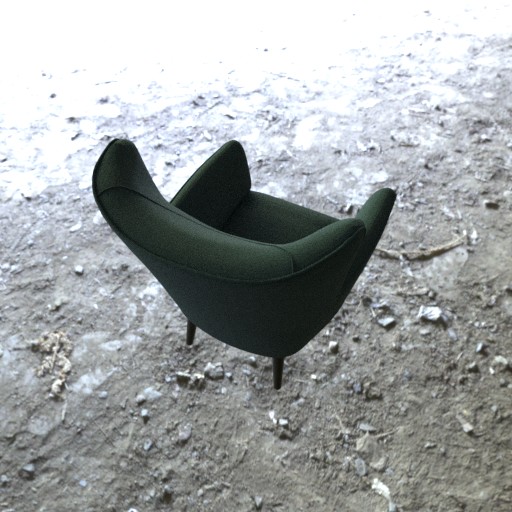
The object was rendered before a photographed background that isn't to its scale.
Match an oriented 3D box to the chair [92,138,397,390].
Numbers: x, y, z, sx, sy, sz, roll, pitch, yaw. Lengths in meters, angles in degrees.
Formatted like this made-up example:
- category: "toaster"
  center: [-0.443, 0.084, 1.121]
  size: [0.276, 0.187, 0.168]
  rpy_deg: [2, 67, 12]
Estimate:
- category: "chair"
  center: [0.000, 0.000, 1.615]
  size: [0.781, 0.933, 0.888]
  rpy_deg: [22, 51, 19]
